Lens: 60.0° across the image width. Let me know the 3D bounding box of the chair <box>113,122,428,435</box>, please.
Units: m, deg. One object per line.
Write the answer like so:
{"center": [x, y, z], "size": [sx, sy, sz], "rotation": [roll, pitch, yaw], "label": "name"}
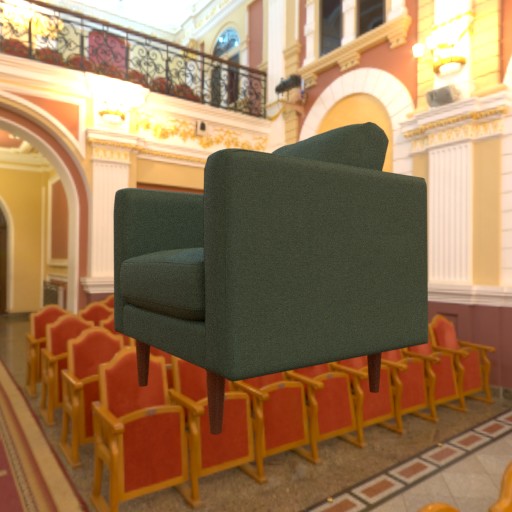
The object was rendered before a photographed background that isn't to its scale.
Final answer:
{"center": [0.000, 0.000, 1.553], "size": [0.800, 0.927, 0.855], "rotation": [0, 0, -35], "label": "chair"}
